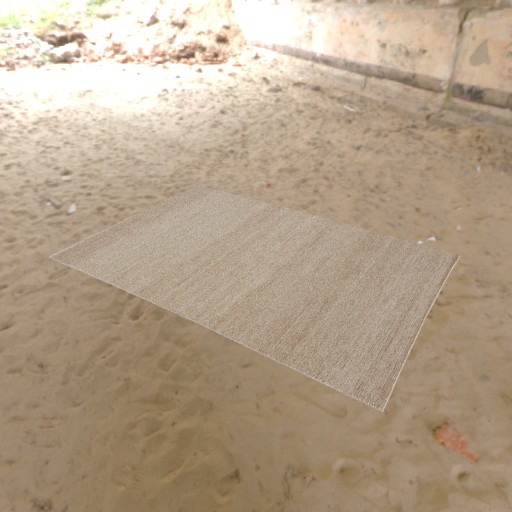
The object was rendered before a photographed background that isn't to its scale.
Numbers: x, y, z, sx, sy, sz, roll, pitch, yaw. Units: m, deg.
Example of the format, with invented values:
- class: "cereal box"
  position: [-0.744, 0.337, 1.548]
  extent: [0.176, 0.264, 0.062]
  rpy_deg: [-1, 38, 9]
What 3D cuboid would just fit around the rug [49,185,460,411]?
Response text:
- class: "rug"
  position: [0.000, 0.000, 3.023]
  extent: [2.346, 0.029, 1.574]
  rpy_deg: [19, 36, 28]
